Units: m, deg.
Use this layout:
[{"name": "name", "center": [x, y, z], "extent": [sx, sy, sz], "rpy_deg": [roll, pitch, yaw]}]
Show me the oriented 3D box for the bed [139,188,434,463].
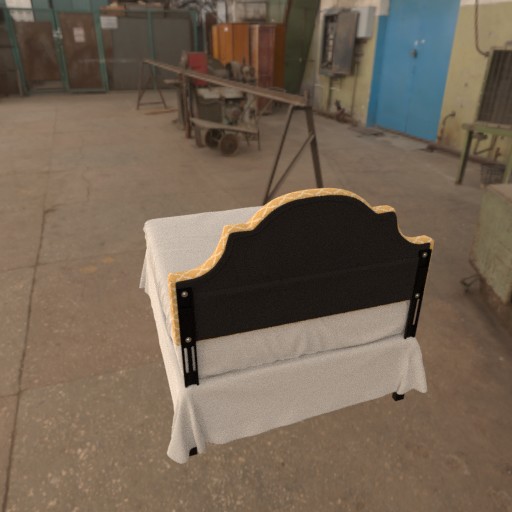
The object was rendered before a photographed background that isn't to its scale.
[{"name": "bed", "center": [0.000, 0.000, 3.434], "extent": [1.780, 1.633, 2.222], "rpy_deg": [-8, 28, -16]}]
